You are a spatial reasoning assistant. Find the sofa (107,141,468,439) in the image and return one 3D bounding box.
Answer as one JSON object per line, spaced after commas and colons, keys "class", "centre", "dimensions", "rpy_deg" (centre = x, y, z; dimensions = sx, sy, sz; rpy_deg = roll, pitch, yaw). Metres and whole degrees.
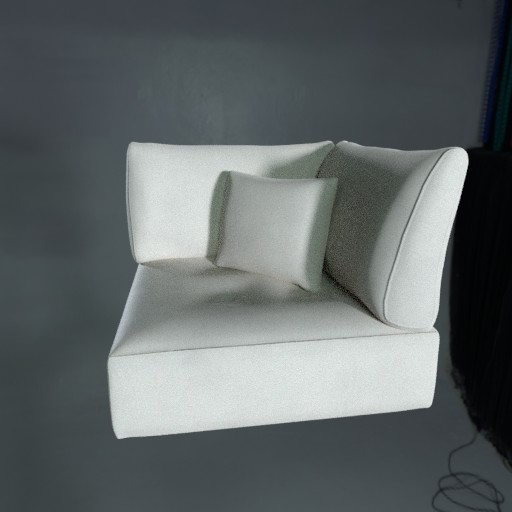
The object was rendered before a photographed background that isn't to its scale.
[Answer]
{"class": "sofa", "centre": [0.000, 0.000, 1.655], "dimensions": [1.000, 0.820, 1.000], "rpy_deg": [-2, 16, -9]}
